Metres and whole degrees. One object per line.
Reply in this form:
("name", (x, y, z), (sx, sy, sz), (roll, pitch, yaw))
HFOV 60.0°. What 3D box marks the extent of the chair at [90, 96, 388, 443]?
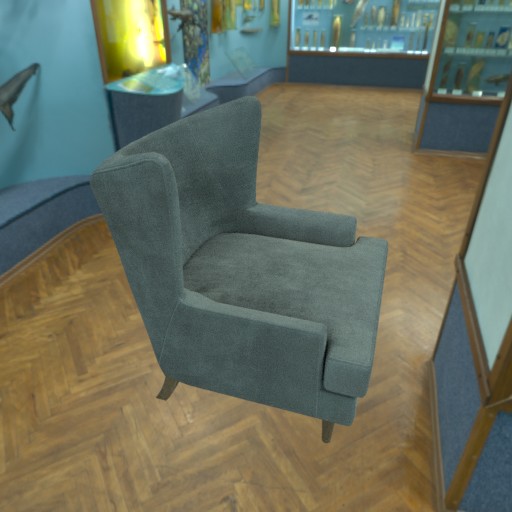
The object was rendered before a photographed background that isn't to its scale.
("chair", (0.000, 0.000, 1.595), (0.906, 0.950, 0.784), (9, 32, 15))
